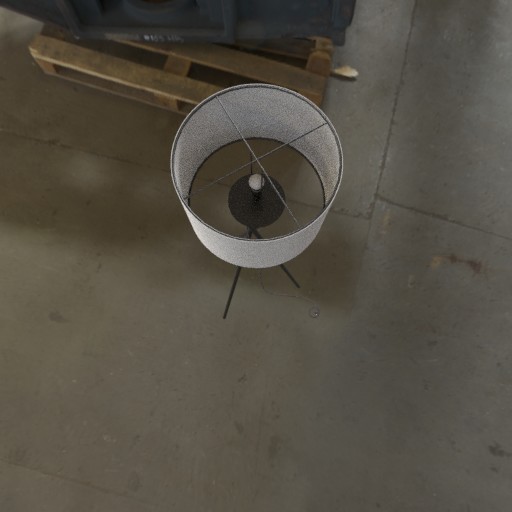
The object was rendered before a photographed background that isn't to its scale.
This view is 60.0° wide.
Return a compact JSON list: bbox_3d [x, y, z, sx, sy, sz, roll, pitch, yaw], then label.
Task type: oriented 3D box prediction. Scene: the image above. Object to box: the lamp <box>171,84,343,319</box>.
[{"bbox_3d":[0.000,0.000,1.882,0.522,1.624,0.667,-30,78,-7],"label":"lamp"}]
